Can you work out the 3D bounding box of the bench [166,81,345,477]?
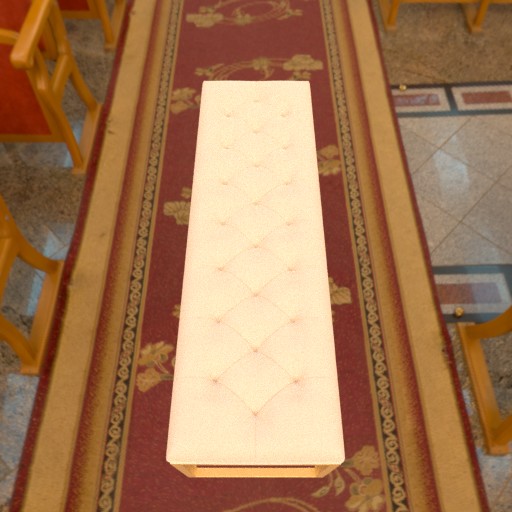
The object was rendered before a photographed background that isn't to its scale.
[{"bbox_3d":[0.000,0.000,1.682,0.457,0.484,1.473,0,59,0],"label":"bench"}]
